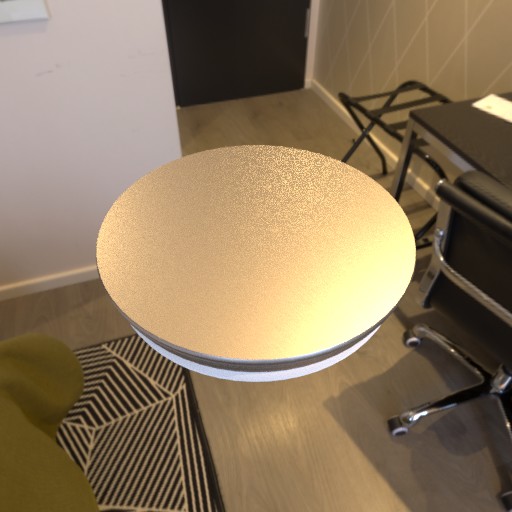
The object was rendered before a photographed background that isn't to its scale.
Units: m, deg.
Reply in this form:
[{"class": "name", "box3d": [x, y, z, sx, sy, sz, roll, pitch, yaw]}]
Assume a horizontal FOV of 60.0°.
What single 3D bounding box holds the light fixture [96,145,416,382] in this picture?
[{"class": "light fixture", "box3d": [0.000, 0.000, 0.558, 0.368, 0.100, 0.368, 0, 44, 0]}]
